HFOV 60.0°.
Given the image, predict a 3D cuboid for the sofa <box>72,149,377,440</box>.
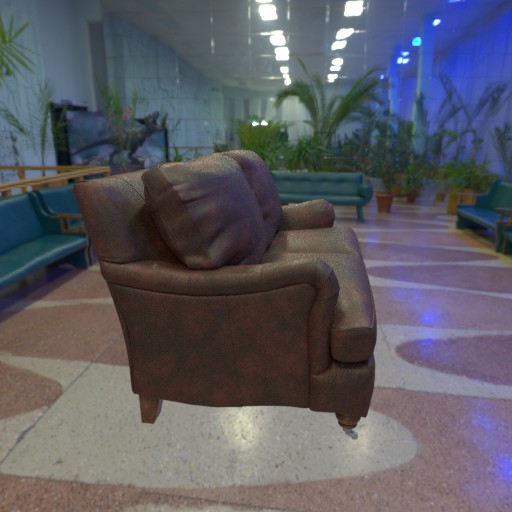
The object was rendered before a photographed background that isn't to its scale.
[{"bbox_3d":[0.000,0.000,2.358,1.148,1.070,1.628,2,16,9],"label":"sofa"}]
